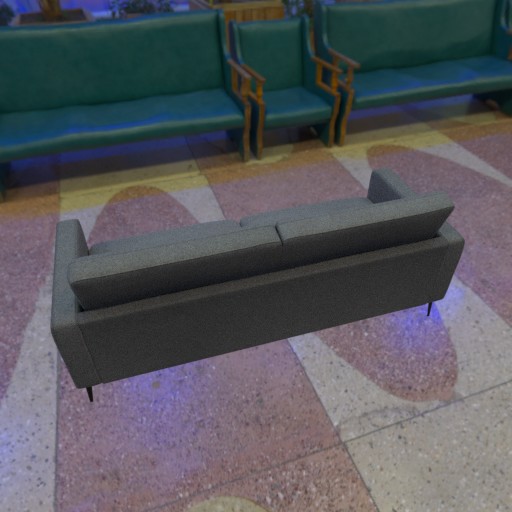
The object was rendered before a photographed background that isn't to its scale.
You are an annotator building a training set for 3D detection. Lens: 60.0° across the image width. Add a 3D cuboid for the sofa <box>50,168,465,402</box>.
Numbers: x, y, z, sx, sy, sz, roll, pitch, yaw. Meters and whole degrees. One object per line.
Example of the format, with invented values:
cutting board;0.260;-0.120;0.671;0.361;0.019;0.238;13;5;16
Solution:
sofa;0.000;0.000;2.321;1.925;0.828;0.774;-11;42;-13
